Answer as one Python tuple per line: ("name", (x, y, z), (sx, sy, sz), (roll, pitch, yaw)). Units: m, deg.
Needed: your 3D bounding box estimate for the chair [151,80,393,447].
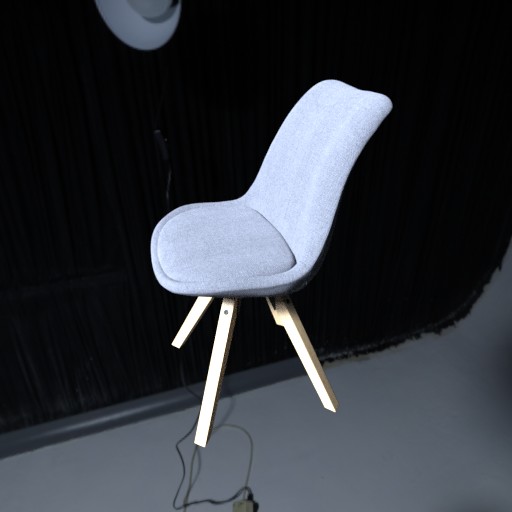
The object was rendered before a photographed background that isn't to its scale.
("chair", (0.000, 0.000, 1.206), (0.550, 0.850, 0.485), (-9, 31, -15))
